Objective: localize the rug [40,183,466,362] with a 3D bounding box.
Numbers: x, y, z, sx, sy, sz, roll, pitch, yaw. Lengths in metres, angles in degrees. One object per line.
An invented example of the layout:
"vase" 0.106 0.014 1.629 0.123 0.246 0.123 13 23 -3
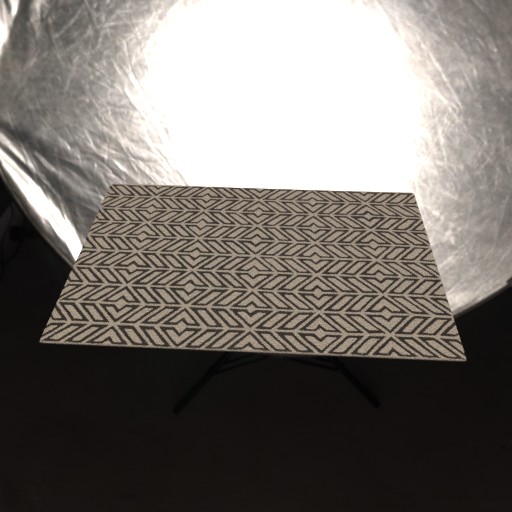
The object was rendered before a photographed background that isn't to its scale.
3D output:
"rug" 0.000 0.000 3.043 2.438 0.008 1.523 2 46 2
